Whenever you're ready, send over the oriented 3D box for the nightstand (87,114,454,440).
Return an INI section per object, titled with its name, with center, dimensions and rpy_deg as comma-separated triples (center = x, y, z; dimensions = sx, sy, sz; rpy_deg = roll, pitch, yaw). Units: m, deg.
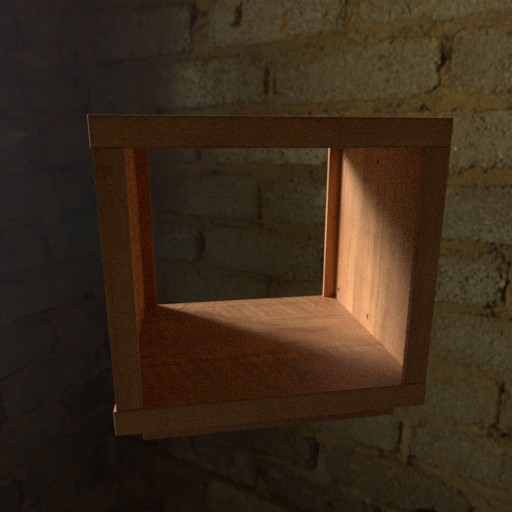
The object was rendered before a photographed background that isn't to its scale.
[nightstand]
center = 0.000, 0.000, 0.850
dimensions = 0.493, 0.491, 0.436
rpy_deg = -2, 15, -9
